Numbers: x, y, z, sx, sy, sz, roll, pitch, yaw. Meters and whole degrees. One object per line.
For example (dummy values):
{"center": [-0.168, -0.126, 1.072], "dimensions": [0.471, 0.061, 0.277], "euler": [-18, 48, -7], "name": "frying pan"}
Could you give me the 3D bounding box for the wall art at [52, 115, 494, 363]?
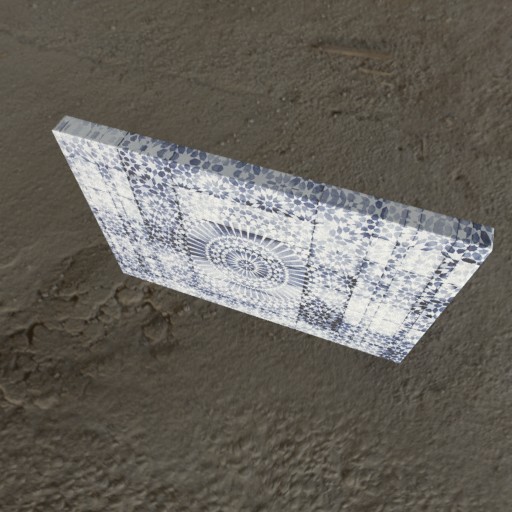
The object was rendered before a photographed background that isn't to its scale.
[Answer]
{"center": [0.000, 0.000, 1.137], "dimensions": [0.911, 0.608, 0.057], "euler": [17, 59, 10], "name": "wall art"}
